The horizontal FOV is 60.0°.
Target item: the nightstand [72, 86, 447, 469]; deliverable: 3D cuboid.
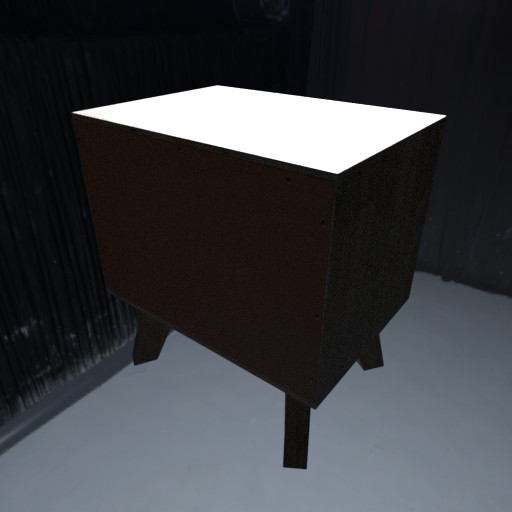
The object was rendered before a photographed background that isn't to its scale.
[{"bbox_3d":[0.000,0.000,0.946,0.552,0.589,0.396,21,36,32],"label":"nightstand"}]
